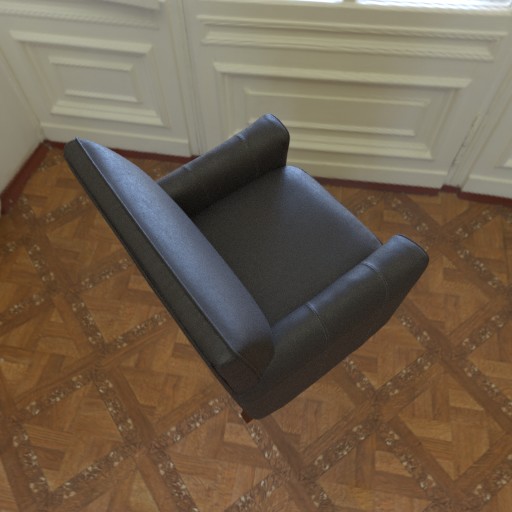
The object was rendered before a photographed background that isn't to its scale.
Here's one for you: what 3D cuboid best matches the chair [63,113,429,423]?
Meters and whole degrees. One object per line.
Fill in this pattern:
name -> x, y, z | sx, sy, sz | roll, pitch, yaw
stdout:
chair -> 0.000, 0.000, 1.609 | 0.825, 0.943, 0.870 | -32, 64, -18
